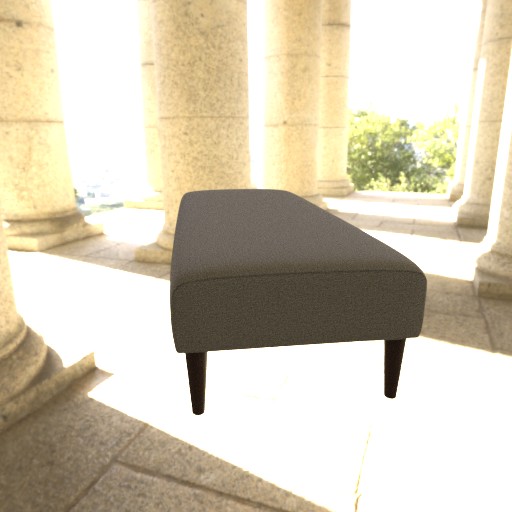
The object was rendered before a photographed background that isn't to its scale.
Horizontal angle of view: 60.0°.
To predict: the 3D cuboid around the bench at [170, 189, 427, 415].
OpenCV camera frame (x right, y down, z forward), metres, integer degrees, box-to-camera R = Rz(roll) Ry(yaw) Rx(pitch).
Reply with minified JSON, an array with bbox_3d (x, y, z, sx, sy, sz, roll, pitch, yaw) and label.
[{"bbox_3d":[0.000,0.000,1.824,0.646,0.393,1.609,-2,15,-8],"label":"bench"}]
